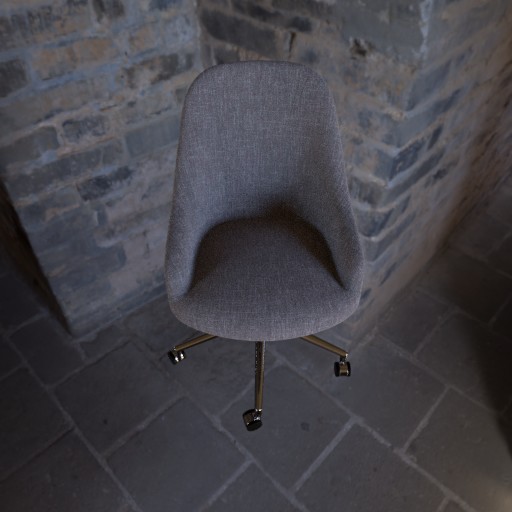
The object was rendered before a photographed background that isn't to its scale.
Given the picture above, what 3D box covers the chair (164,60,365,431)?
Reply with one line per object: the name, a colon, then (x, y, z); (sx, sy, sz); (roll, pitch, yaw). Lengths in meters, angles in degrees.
chair: (0.000, 0.000, 1.399); (0.671, 0.950, 0.712); (-2, 44, -2)
